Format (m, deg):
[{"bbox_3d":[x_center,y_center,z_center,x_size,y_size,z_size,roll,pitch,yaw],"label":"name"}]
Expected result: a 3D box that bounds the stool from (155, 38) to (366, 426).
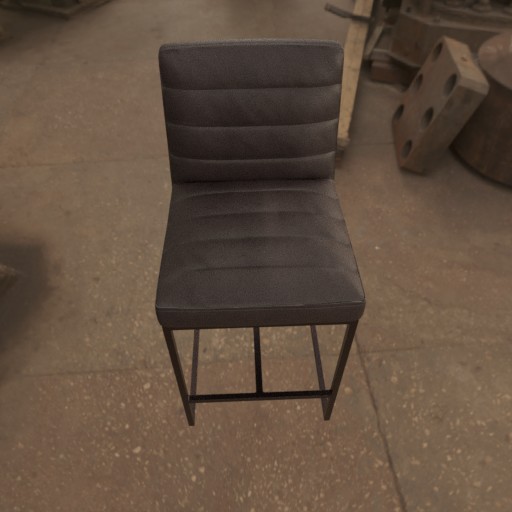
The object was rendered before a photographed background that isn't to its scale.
[{"bbox_3d":[0.000,0.000,1.213,0.463,0.946,0.562,-2,47,-2],"label":"stool"}]
